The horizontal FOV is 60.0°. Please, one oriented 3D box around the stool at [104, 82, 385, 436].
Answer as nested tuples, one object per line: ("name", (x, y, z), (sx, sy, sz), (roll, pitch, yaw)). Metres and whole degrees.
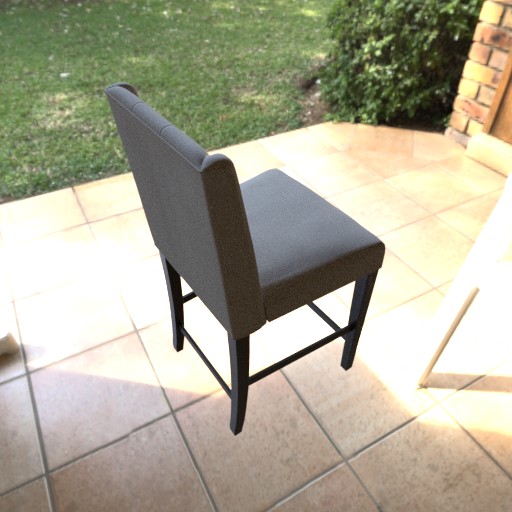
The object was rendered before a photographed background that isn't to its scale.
("stool", (0.000, 0.000, 1.236), (0.509, 0.939, 0.474), (-25, 47, -26))
